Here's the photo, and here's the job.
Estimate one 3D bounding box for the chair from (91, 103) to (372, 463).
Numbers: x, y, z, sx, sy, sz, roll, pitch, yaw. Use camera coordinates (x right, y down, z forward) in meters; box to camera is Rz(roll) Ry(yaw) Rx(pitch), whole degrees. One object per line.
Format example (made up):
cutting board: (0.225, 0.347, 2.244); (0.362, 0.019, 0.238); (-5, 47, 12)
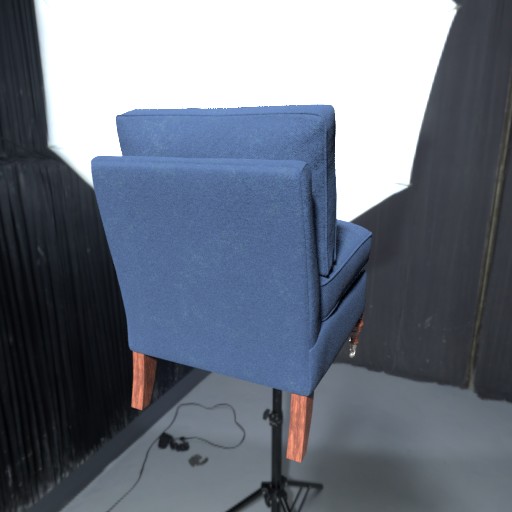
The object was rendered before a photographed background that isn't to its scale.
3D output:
chair: (0.000, 0.000, 1.676); (0.724, 1.052, 0.912); (7, 17, 25)
